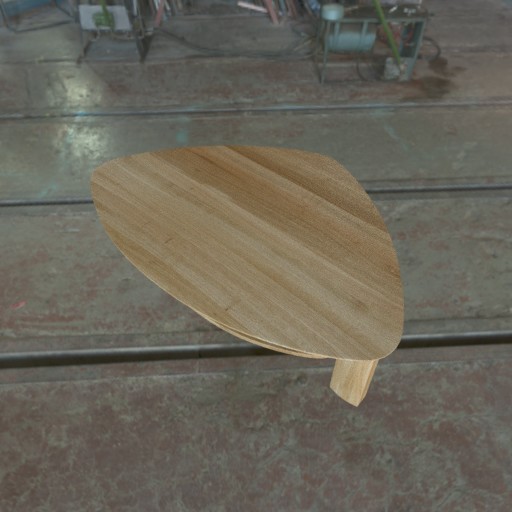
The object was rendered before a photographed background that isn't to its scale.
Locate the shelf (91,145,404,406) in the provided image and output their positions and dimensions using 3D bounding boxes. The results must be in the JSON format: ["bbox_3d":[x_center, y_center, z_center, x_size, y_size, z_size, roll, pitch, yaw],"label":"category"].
[{"bbox_3d":[0.000,0.000,1.646,1.240,0.439,0.863,32,53,28],"label":"shelf"}]
